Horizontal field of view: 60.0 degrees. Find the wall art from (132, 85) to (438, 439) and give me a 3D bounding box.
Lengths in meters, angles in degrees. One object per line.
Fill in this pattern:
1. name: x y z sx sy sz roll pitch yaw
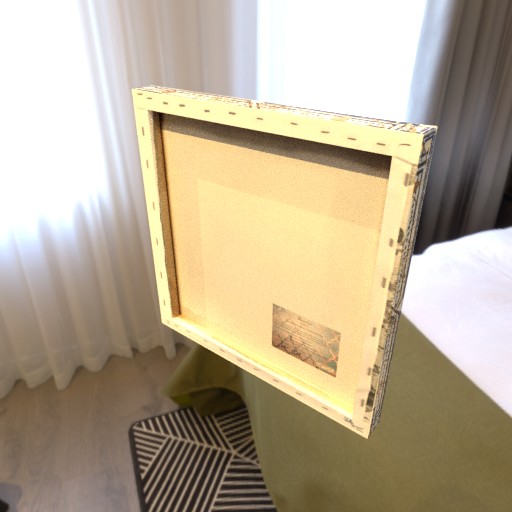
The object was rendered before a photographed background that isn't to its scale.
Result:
1. wall art: 0.000 0.000 0.620 0.411 0.410 0.038 21 36 32
